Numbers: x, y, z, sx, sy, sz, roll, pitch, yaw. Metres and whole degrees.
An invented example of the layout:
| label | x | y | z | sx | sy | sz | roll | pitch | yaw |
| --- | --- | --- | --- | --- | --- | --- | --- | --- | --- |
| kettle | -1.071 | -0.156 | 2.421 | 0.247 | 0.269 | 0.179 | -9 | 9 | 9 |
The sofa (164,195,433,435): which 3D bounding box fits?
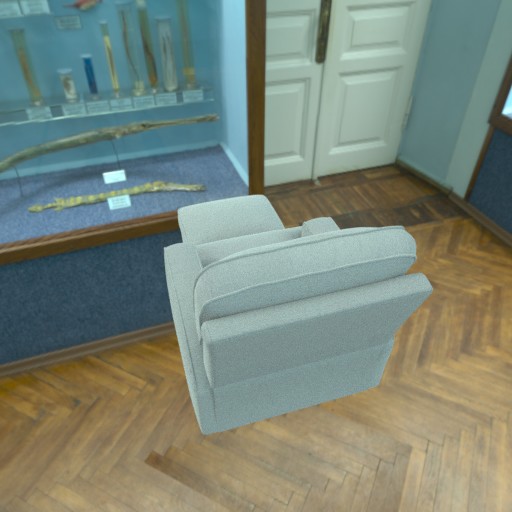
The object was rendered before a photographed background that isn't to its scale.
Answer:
| label | x | y | z | sx | sy | sz | roll | pitch | yaw |
| --- | --- | --- | --- | --- | --- | --- | --- | --- | --- |
| sofa | 0.000 | 0.000 | 2.105 | 0.861 | 0.959 | 1.472 | -11 | 41 | -13 |
